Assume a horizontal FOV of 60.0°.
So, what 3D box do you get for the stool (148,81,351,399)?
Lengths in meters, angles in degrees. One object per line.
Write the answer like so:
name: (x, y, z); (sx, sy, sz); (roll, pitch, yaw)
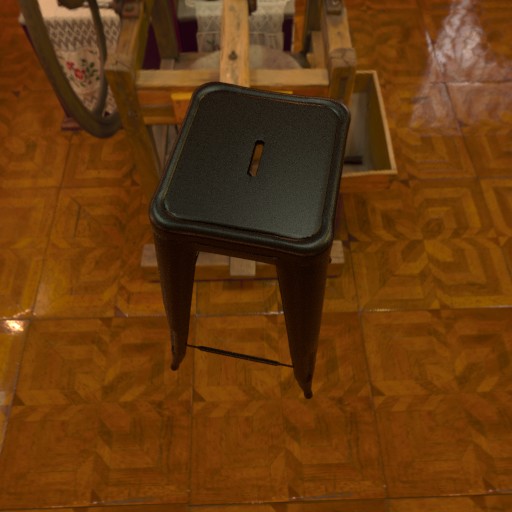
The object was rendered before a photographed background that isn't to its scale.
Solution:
stool: (0.000, 0.000, 0.910); (0.423, 0.609, 0.455); (0, 62, 0)
